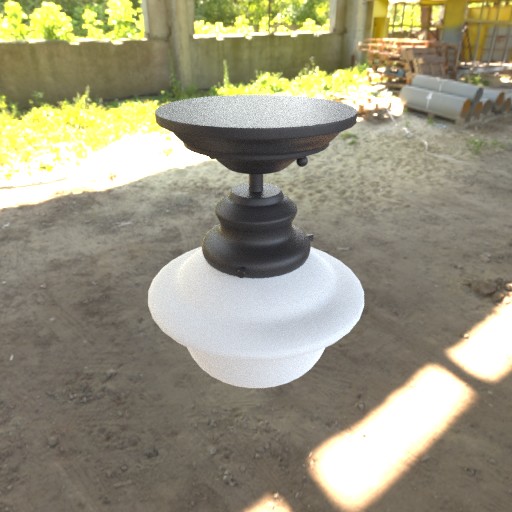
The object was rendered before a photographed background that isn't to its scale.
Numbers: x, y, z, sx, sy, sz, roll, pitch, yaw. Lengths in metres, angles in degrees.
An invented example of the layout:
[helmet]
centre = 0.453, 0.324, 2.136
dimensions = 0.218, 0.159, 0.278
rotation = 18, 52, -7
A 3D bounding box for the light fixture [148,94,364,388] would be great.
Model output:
[light fixture]
centre = 0.000, 0.000, 0.396
dimensions = 0.197, 0.254, 0.197
rotation = 0, 27, 0
